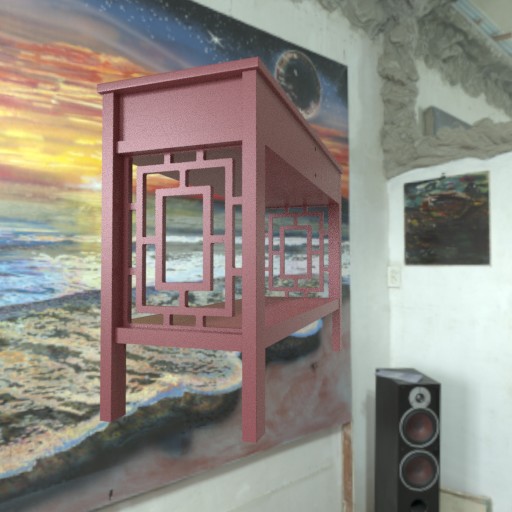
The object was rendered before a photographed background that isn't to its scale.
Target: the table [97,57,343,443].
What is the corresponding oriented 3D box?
[{"bbox_3d":[0.000,0.000,1.426,0.397,0.753,1.068,0,-1,20],"label":"table"}]
